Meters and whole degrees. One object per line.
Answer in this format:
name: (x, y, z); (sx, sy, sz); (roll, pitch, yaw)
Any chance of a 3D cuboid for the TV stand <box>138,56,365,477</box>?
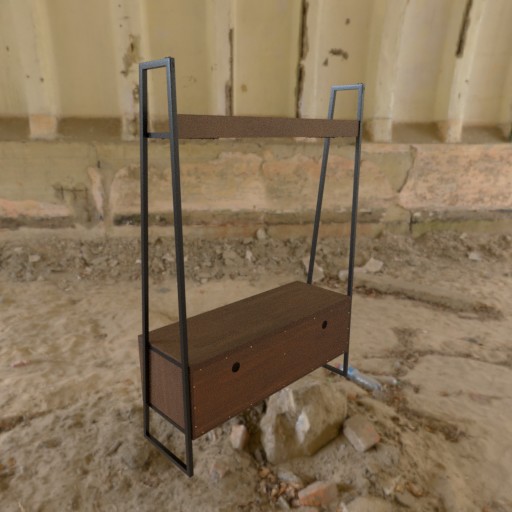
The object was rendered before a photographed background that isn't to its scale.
TV stand: (0.000, 0.000, 2.346); (1.250, 1.772, 0.432); (-15, 21, -43)
